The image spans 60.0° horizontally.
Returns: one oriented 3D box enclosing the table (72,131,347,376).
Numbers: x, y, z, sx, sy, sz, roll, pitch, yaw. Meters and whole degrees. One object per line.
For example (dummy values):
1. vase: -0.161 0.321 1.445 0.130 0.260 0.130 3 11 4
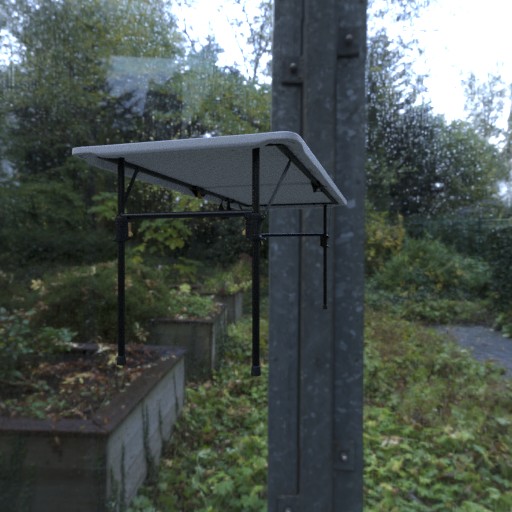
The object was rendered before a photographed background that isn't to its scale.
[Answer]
1. table: 0.000 0.000 2.218 0.761 0.719 1.829 0 0 16
